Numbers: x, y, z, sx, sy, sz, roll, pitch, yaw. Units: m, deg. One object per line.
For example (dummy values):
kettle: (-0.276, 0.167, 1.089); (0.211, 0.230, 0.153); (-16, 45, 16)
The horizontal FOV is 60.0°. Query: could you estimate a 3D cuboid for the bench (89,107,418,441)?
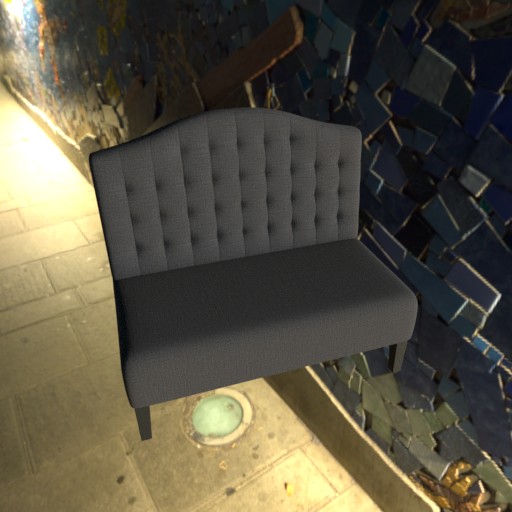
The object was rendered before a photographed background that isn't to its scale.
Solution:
bench: (0.000, 0.000, 2.082); (1.335, 1.180, 0.815); (-10, 34, -15)
